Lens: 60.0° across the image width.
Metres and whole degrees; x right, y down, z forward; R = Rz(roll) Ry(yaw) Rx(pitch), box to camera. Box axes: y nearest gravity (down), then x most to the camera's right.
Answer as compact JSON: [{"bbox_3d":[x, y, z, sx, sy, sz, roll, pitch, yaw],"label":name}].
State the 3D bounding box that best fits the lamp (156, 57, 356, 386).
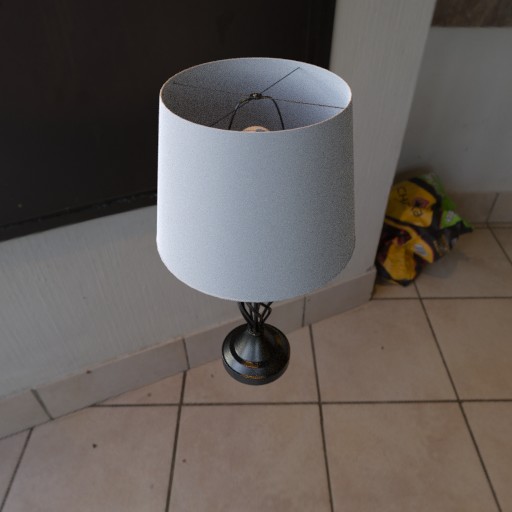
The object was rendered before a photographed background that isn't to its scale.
[{"bbox_3d":[0.000,0.000,0.786,0.331,0.594,0.331,0,42,0],"label":"lamp"}]
